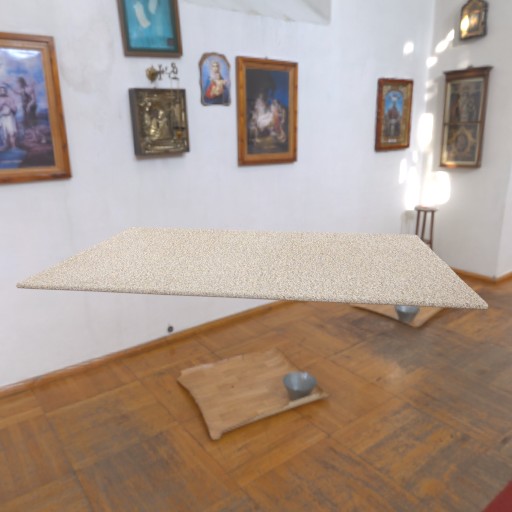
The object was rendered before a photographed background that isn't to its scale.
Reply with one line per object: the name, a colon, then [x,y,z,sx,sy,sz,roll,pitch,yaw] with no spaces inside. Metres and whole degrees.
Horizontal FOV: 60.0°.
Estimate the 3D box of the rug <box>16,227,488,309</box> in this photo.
rug: [0.000,0.000,3.385,2.743,0.030,1.778,2,15,7]
